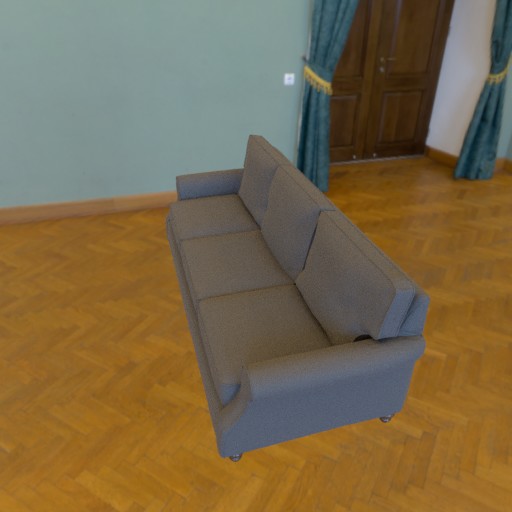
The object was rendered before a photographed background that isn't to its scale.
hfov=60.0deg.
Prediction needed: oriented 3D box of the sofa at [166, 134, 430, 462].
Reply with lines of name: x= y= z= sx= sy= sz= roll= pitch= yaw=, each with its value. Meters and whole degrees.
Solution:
sofa: x=0.000 y=0.000 z=2.824 sx=0.966 sy=0.948 sz=2.353 roll=-9 pitch=33 yaw=-14
